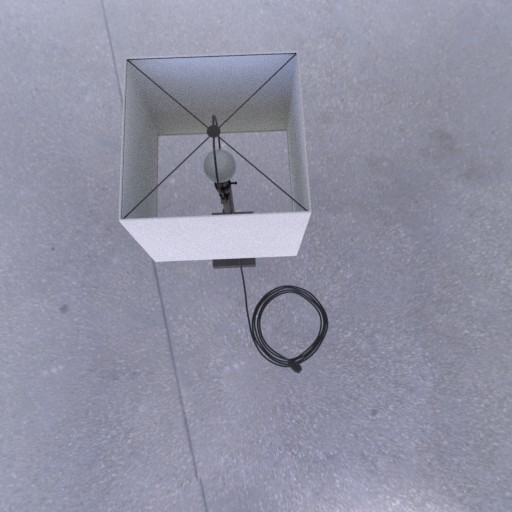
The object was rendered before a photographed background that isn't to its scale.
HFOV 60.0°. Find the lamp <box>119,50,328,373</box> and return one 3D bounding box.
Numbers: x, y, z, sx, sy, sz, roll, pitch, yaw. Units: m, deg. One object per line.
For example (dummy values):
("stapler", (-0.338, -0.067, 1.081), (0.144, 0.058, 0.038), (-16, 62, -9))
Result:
("lamp", (0.000, 0.000, 0.966), (0.399, 0.660, 0.504), (-2, 75, -1))
